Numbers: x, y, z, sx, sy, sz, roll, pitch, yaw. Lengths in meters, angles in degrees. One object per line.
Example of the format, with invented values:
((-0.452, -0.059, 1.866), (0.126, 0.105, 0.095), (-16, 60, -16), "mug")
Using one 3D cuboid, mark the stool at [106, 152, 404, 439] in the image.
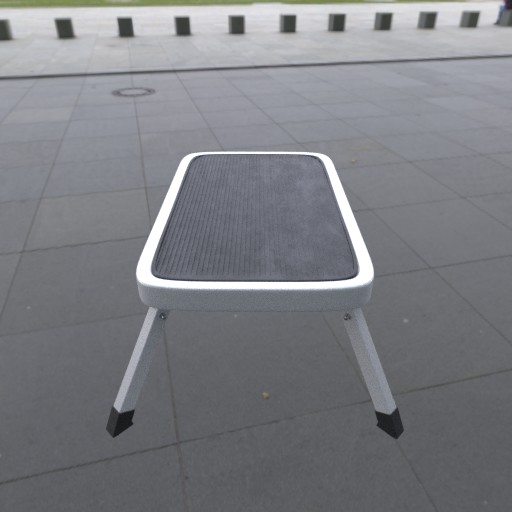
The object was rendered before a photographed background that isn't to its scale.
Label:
((0.000, 0.000, 0.618), (0.320, 0.170, 0.460), (0, 32, 0), "stool")
